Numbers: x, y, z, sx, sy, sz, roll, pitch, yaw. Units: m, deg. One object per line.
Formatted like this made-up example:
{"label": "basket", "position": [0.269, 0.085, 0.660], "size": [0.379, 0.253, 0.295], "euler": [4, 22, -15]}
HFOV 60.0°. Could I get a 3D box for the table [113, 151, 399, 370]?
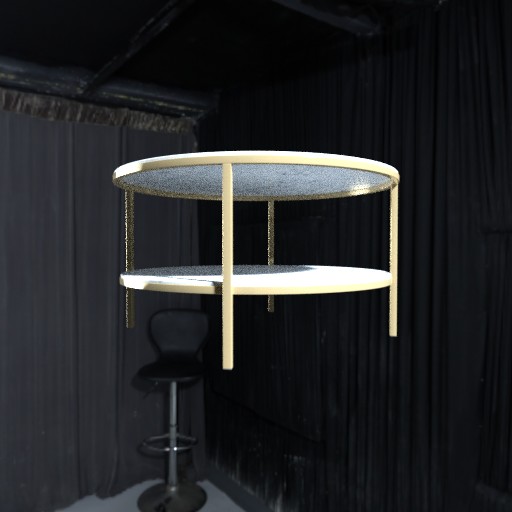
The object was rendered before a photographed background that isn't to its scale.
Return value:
{"label": "table", "position": [0.000, 0.000, 1.307], "size": [0.800, 0.450, 0.800], "euler": [0, 2, 0]}
